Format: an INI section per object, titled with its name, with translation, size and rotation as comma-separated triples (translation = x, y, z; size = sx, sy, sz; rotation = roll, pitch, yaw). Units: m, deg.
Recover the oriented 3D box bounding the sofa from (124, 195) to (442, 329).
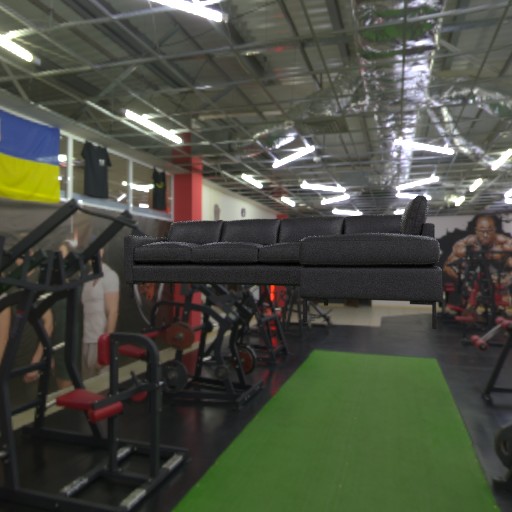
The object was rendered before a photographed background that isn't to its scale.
[sofa]
translation = 0.000, 0.000, 3.978
size = 2.984, 0.877, 1.938
rotation = 0, 0, 20
